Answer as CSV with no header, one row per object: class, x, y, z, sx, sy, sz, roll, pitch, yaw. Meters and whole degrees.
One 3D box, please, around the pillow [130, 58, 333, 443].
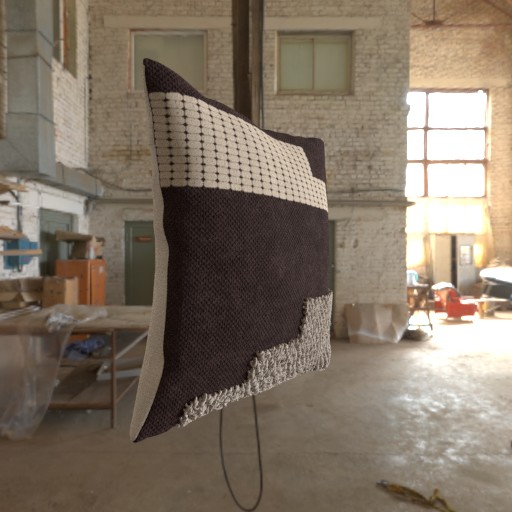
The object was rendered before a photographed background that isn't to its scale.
pillow,0.000,0.000,0.718,0.178,0.473,0.475,1,1,36
